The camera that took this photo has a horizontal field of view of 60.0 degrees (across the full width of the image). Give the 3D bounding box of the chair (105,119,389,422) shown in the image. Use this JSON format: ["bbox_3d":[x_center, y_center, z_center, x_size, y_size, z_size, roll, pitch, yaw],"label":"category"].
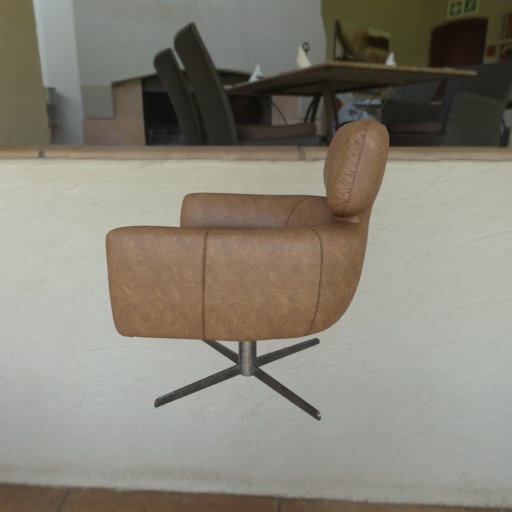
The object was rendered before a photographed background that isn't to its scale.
[{"bbox_3d":[0.000,0.000,1.377,0.715,0.812,0.706,2,16,7],"label":"chair"}]
